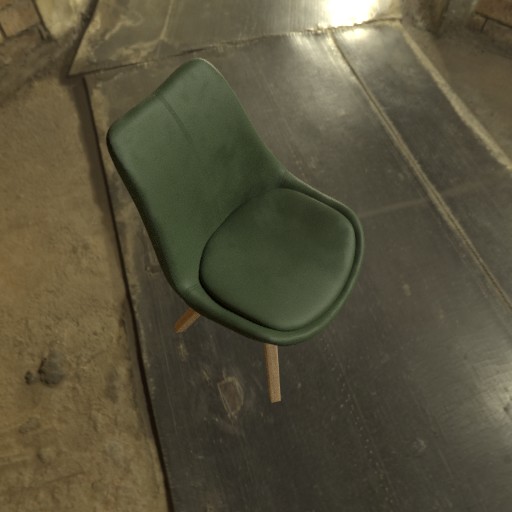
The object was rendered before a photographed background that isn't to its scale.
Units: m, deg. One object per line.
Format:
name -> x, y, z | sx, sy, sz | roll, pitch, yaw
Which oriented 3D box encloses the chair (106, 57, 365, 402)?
chair -> 0.000, 0.000, 1.217 | 0.547, 0.865, 0.483 | 30, 64, 16
